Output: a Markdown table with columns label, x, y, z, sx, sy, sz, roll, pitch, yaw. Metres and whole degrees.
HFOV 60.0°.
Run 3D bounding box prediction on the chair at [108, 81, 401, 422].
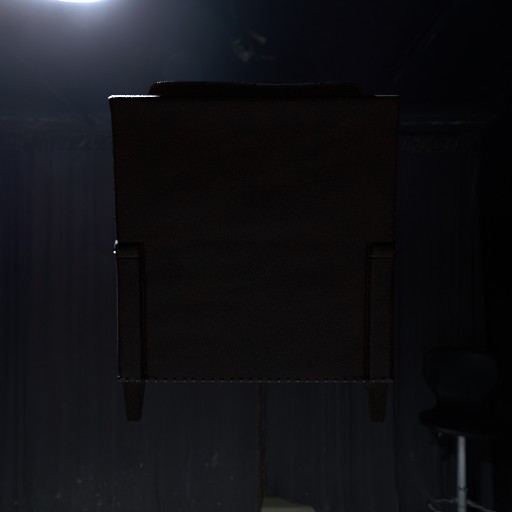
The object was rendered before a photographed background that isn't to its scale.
| label | x | y | z | sx | sy | sz | roll | pitch | yaw |
| --- | --- | --- | --- | --- | --- | --- | --- | --- | --- |
| chair | 0.000 | 0.000 | 1.772 | 0.854 | 1.054 | 1.035 | 0 | -2 | 0 |
